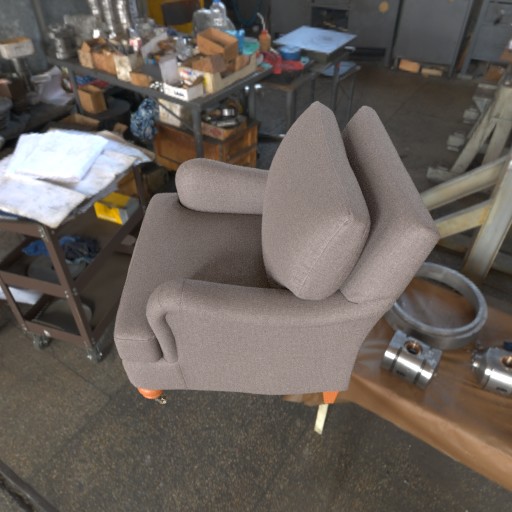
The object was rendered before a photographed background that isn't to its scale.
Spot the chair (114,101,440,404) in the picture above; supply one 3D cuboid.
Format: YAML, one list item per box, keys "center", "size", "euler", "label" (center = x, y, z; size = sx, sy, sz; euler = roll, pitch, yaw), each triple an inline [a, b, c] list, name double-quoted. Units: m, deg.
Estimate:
- center: [0.000, 0.000, 1.898]
  size: [1.070, 1.038, 0.955]
  euler: [-1, 42, -1]
  label: "chair"
